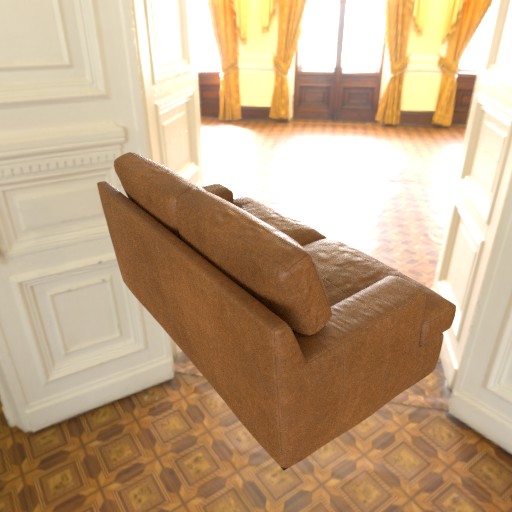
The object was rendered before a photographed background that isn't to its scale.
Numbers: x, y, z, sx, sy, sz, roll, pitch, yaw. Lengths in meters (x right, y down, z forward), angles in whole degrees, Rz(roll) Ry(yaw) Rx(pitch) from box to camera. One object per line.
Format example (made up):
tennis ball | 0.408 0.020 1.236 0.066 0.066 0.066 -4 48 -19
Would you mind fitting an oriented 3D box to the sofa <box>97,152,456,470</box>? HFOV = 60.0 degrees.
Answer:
sofa | 0.000 0.000 2.485 1.144 0.966 1.880 -19 33 -31
